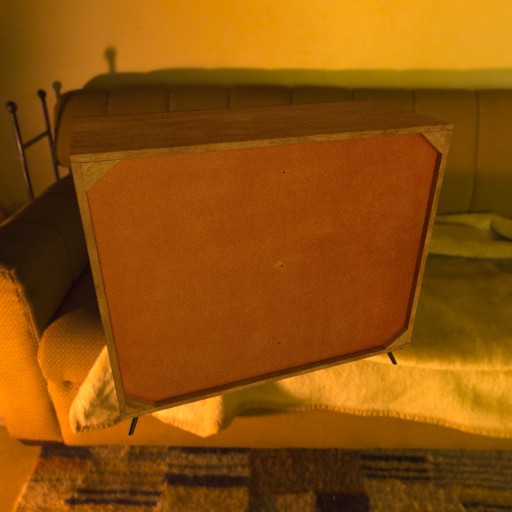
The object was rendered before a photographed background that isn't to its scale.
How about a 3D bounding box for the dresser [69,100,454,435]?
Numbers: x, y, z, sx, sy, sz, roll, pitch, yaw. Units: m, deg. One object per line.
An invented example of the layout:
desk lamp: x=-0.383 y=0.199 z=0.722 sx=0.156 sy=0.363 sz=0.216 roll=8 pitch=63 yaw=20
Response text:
dresser: x=0.000 y=0.000 z=1.417 sx=0.967 sy=0.847 sz=0.446 roll=-9 pitch=29 yaw=-17
